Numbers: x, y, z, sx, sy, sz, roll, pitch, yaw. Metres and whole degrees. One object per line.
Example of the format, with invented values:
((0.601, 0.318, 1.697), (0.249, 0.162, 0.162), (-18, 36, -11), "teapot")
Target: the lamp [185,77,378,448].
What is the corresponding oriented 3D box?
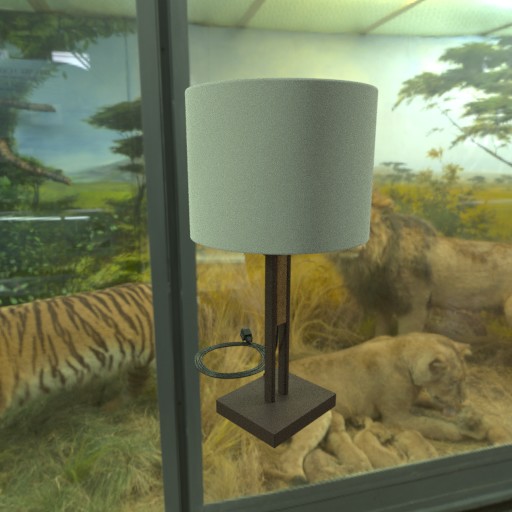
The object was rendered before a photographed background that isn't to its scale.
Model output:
((0.000, 0.000, 0.983), (0.525, 0.668, 0.396), (13, 19, 43), "lamp")
